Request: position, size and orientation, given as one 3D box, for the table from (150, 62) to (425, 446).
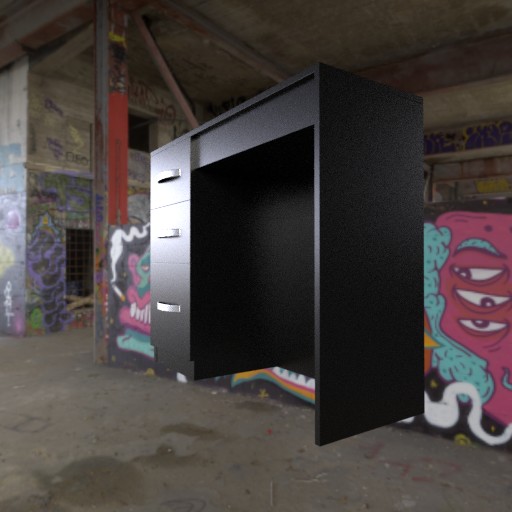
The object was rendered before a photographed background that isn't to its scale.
[{"bbox_3d":[0.000,0.000,1.385,0.380,0.790,0.930,0,-1,-35],"label":"table"}]
